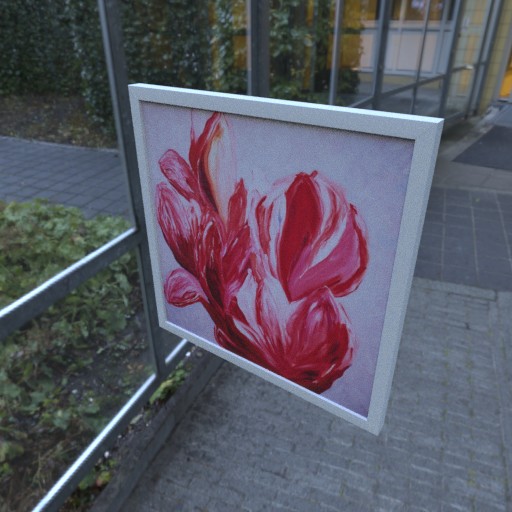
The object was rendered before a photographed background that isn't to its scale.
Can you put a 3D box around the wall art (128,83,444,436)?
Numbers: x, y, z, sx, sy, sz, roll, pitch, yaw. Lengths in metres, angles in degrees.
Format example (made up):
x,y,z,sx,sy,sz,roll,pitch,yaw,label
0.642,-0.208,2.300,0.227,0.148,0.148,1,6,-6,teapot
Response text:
x,y,z,sx,sy,sz,roll,pitch,yaw,label
0.000,0.000,0.669,0.455,0.453,0.023,19,34,30,wall art
